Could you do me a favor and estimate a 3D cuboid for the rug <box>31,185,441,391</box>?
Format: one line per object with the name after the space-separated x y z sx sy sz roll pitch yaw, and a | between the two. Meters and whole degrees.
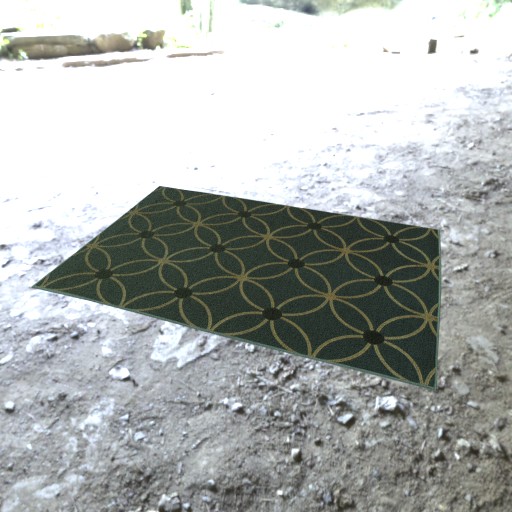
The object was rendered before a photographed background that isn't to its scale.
0.000 0.000 2.896 2.284 0.008 1.522 11 35 16 | rug
